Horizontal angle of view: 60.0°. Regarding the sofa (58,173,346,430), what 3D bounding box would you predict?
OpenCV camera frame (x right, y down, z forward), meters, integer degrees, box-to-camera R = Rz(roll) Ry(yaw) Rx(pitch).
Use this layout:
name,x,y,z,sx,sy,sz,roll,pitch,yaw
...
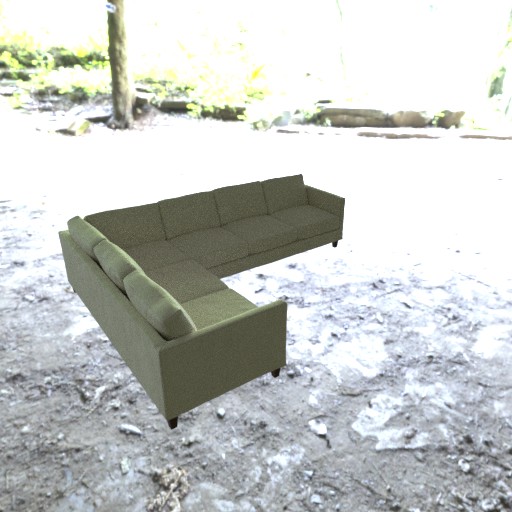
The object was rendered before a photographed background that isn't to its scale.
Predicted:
name,x,y,z,sx,sy,sz,roll,pitch,yaw
sofa,0.000,0.000,4.496,3.182,0.863,2.432,-17,30,-32
